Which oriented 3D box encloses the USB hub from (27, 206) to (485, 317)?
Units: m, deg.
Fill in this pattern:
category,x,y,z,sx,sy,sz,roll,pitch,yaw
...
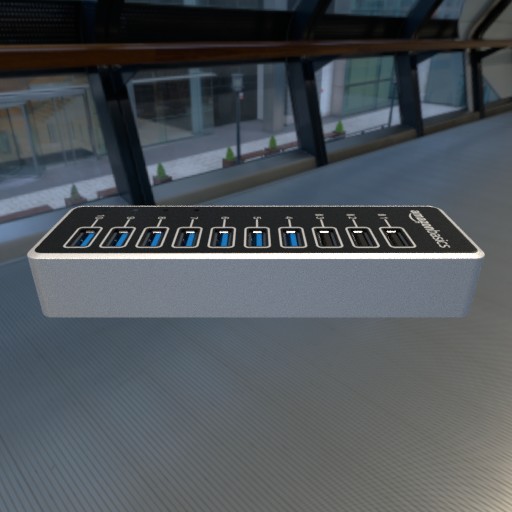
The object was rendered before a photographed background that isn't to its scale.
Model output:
category,x,y,z,sx,sy,sz,roll,pitch,yaw
USB hub,0.000,0.000,0.161,0.145,0.023,0.044,0,28,0
